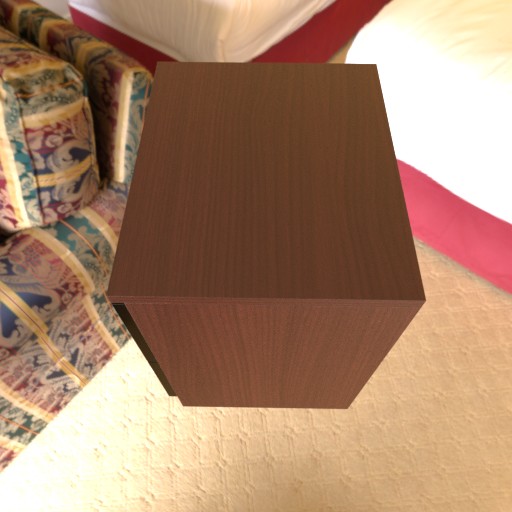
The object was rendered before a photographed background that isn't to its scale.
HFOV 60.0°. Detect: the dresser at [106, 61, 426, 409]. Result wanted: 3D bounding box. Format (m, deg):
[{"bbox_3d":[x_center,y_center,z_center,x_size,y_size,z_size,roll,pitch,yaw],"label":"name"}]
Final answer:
[{"bbox_3d":[0.000,0.000,0.767,0.360,0.470,0.400,1,58,0],"label":"dresser"}]
